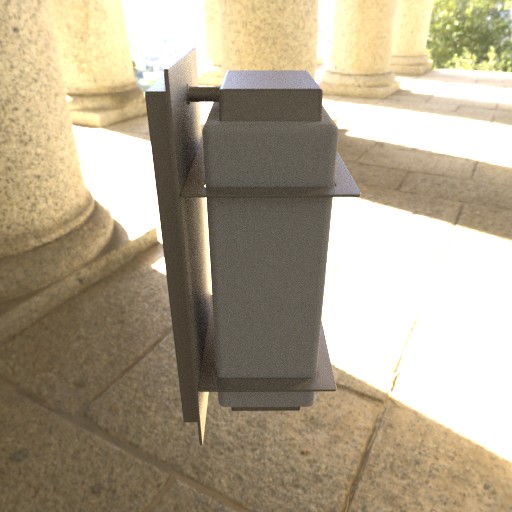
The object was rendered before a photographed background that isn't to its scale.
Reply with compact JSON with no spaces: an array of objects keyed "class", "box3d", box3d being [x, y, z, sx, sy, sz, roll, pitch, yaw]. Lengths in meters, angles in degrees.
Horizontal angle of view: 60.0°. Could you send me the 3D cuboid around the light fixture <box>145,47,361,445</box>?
[{"class":"light fixture","box3d":[0.000,0.000,0.460,0.160,0.380,0.168,0,30,0]}]
